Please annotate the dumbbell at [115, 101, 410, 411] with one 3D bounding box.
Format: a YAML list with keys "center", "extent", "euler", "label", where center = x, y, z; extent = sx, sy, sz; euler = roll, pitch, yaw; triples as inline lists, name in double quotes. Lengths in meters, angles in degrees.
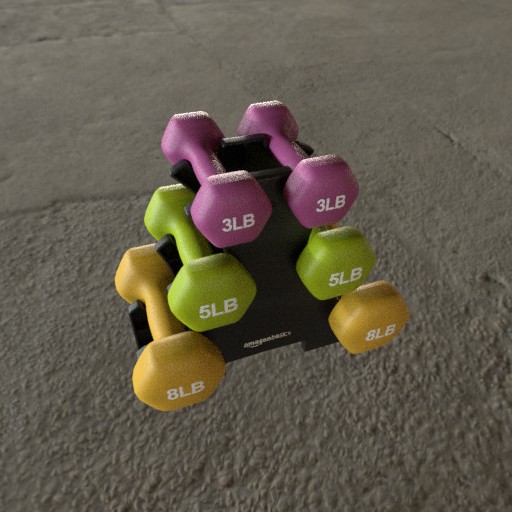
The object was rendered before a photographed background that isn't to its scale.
- center: [0.000, 0.000, 0.469]
  extent: [0.300, 0.271, 0.190]
  euler: [-13, 42, -15]
  label: "dumbbell"
